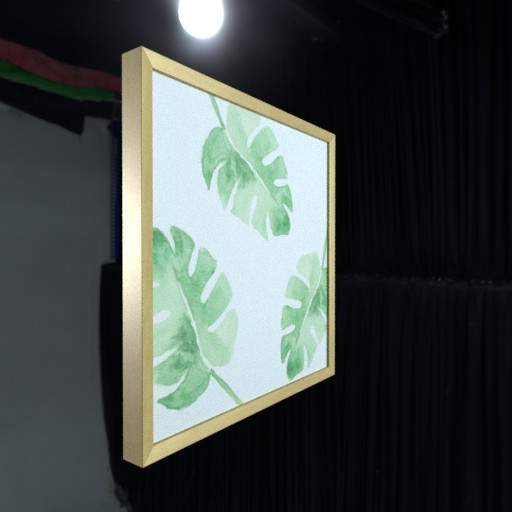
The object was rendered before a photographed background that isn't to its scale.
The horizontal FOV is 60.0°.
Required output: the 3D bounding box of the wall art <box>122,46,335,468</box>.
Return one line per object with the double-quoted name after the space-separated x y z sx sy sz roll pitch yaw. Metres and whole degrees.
0.000 0.000 0.747 0.038 0.508 0.508 0 1 37 "wall art"
